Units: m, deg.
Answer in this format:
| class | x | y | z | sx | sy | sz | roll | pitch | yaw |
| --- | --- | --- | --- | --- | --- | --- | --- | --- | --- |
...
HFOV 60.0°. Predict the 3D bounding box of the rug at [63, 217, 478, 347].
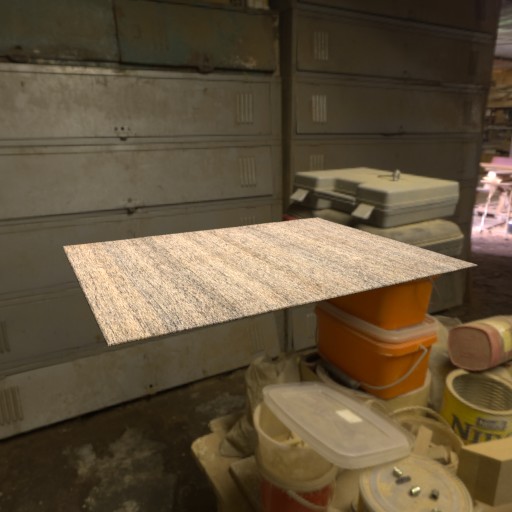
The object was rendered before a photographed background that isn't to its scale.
| class | x | y | z | sx | sy | sz | roll | pitch | yaw |
| --- | --- | --- | --- | --- | --- | --- | --- | --- | --- |
| rug | 0.000 | 0.000 | 4.246 | 3.199 | 0.036 | 2.414 | -9 | 18 | -27 |
